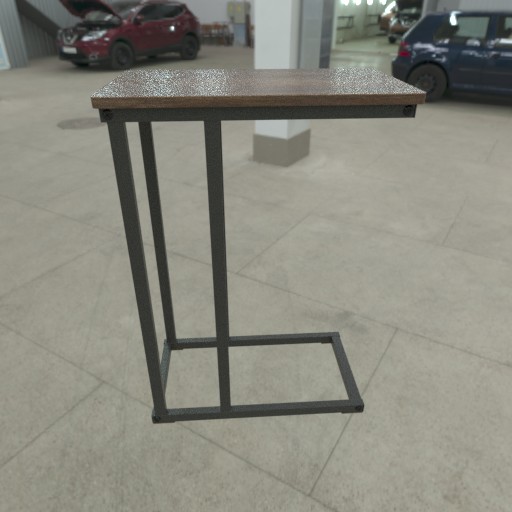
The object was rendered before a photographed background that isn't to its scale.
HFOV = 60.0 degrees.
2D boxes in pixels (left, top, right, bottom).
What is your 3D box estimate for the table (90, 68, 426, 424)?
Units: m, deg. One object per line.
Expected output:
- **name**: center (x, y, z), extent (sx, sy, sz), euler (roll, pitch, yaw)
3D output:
- **table**: center (0.000, 0.000, 0.854), extent (0.450, 0.637, 0.254), euler (-2, 30, -3)
